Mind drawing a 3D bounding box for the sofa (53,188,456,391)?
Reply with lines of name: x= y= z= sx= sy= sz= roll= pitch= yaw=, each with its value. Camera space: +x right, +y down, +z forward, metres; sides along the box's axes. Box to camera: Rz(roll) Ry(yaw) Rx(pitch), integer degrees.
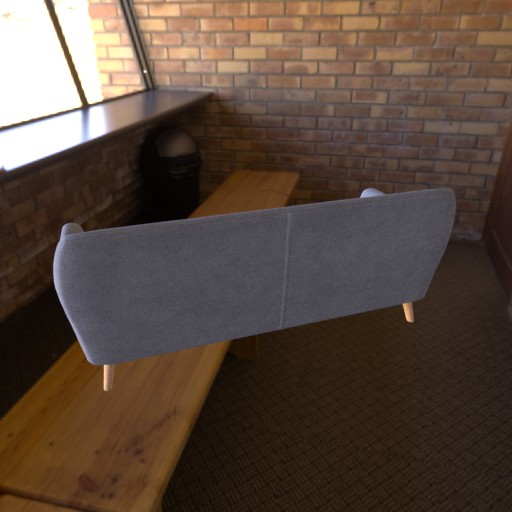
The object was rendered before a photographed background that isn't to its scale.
sofa: x=0.000 y=0.000 z=2.435 sx=1.970 sy=0.830 sz=0.830 roll=-9 pitch=28 yaw=-17
